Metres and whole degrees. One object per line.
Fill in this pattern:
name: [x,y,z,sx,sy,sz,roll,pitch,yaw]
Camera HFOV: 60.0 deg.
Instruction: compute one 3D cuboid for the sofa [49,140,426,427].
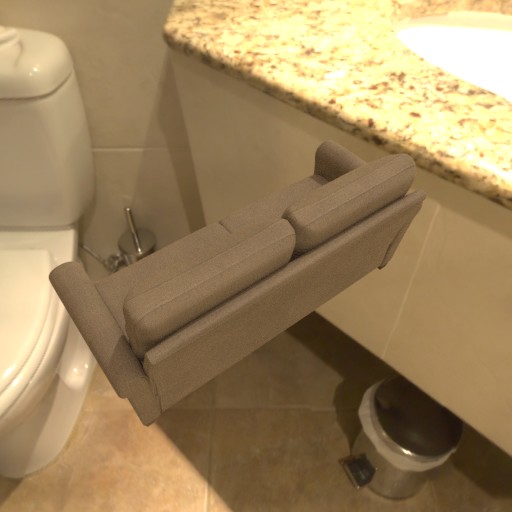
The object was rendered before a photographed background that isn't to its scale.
sofa: [0.000,0.000,2.436,1.935,0.942,0.842,-29,54,-24]
